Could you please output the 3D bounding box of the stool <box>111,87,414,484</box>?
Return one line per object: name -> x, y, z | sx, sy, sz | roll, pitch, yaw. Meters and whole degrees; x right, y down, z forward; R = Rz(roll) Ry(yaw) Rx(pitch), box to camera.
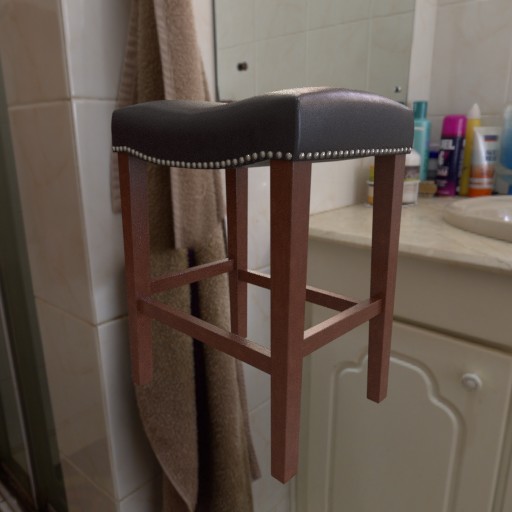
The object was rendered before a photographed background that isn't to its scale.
stool -> 0.000, 0.000, 0.959 | 0.504, 0.654, 0.372 | 14, 21, 42
